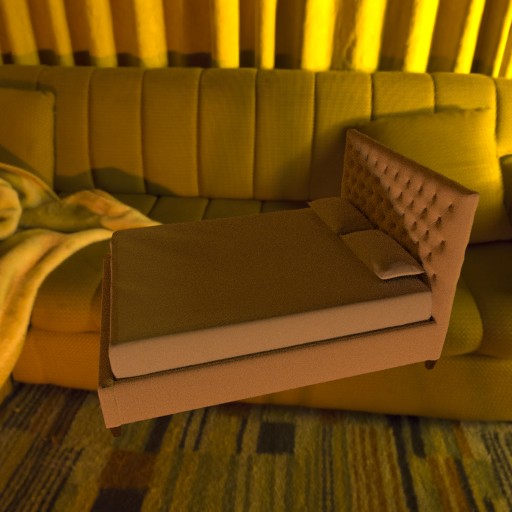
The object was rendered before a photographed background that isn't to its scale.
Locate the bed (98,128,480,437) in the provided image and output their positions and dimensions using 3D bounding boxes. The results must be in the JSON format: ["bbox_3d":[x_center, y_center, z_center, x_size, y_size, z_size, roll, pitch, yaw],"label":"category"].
[{"bbox_3d":[0.000,0.000,3.421,2.387,1.427,1.698,-8,30,-13],"label":"bed"}]
